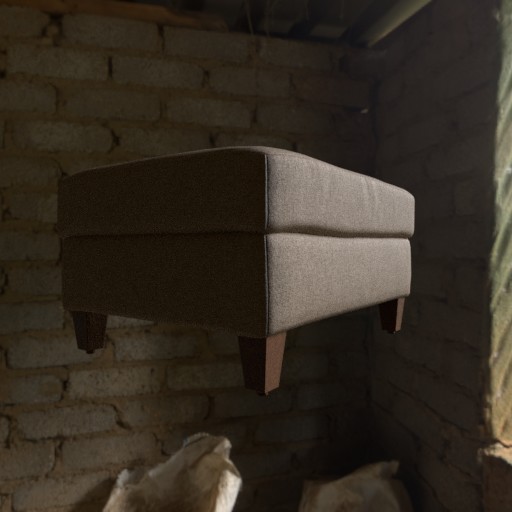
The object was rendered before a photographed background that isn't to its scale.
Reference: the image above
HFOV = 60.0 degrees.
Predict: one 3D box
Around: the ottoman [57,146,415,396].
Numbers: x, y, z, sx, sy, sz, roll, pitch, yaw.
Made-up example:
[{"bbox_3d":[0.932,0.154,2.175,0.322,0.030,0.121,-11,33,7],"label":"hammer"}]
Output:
[{"bbox_3d":[0.000,0.000,1.307,0.692,0.511,0.889,1,2,36],"label":"ottoman"}]
